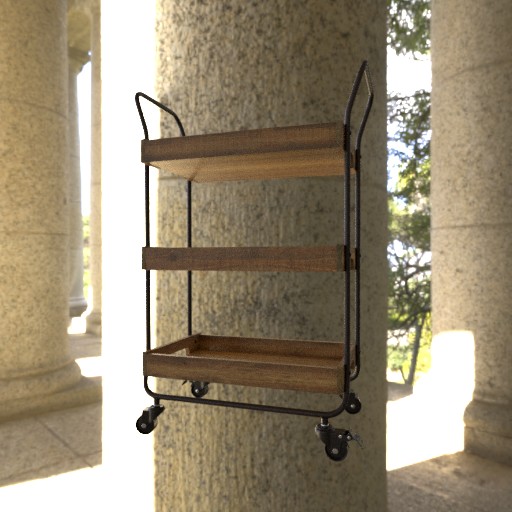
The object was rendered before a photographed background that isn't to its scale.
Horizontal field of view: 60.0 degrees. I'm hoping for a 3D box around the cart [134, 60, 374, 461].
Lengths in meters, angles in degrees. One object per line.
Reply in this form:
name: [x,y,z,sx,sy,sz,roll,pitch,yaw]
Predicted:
cart: [0.000,0.000,1.146,0.583,0.857,0.339,0,0,19]
